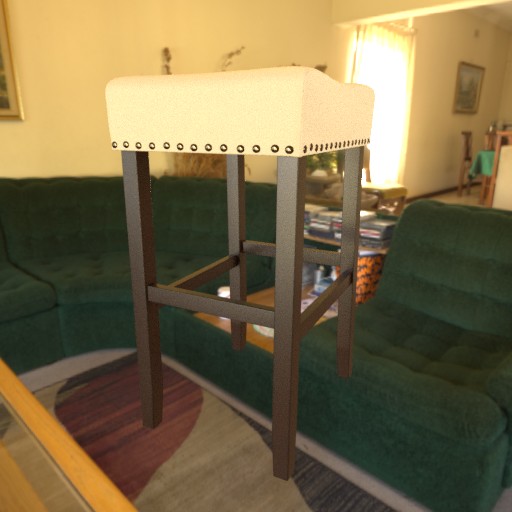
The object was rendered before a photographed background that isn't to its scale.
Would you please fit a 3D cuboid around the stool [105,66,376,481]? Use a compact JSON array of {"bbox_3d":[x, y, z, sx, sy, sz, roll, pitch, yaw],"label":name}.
[{"bbox_3d":[0.000,0.000,1.032,0.401,0.762,0.471,8,19,26],"label":"stool"}]
